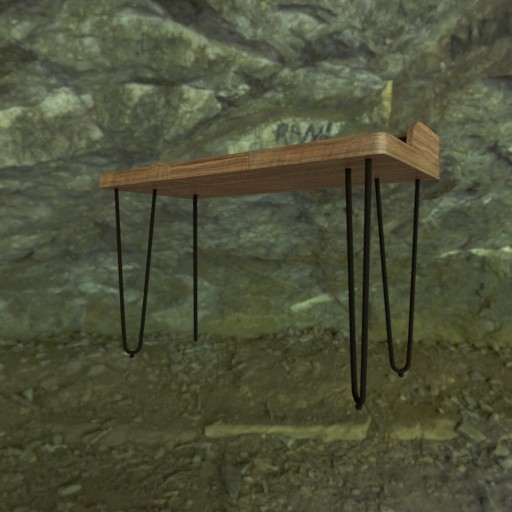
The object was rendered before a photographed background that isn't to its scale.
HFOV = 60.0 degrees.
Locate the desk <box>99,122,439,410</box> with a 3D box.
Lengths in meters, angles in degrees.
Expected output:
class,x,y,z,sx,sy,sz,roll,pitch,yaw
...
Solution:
class,x,y,z,sx,sy,sz,roll,pitch,yaw
desk,0.000,0.000,1.704,1.200,0.854,0.565,1,2,36
